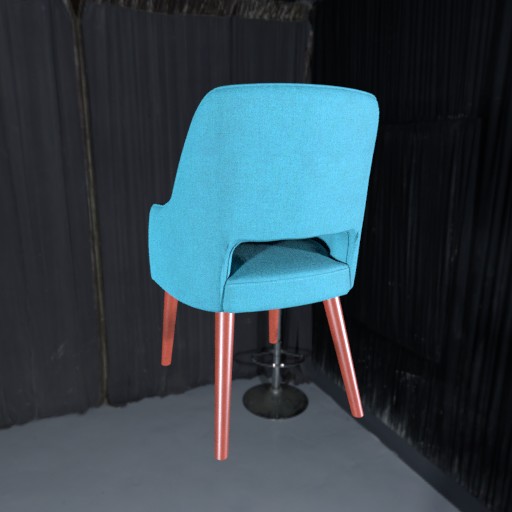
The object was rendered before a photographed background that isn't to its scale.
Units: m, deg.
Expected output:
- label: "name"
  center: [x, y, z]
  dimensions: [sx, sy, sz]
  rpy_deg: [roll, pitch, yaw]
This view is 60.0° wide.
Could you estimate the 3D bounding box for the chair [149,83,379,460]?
- label: "chair"
  center: [0.000, 0.000, 1.261]
  dimensions: [0.548, 0.849, 0.605]
  rpy_deg: [-6, 15, -24]
